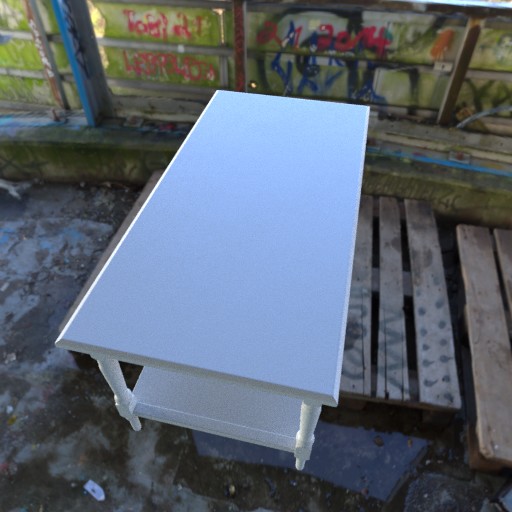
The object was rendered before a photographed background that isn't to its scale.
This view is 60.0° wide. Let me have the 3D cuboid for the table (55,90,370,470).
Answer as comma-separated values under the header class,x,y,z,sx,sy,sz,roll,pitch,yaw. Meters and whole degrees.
class,x,y,z,sx,sy,sz,roll,pitch,yaw
table,0.000,0.000,1.375,0.551,0.506,1.109,9,47,9
